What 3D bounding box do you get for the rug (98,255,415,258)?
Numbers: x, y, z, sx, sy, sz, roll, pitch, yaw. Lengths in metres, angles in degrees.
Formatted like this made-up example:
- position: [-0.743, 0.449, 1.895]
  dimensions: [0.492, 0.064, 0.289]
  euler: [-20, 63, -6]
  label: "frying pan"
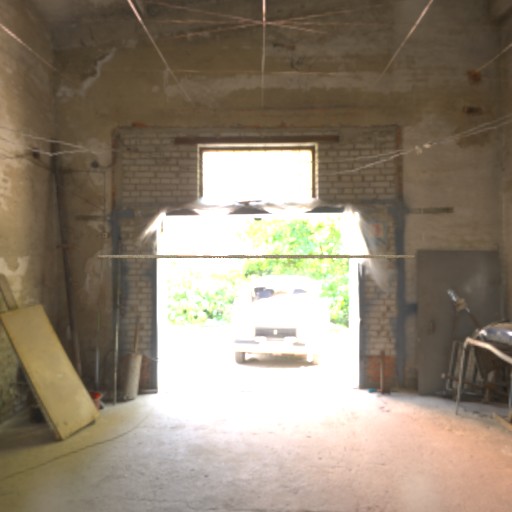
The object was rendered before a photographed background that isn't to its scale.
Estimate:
- position: [0.000, 0.000, 3.631]
  dimensions: [2.444, 0.015, 2.444]
  euler: [0, 0, 0]
  label: "rug"
